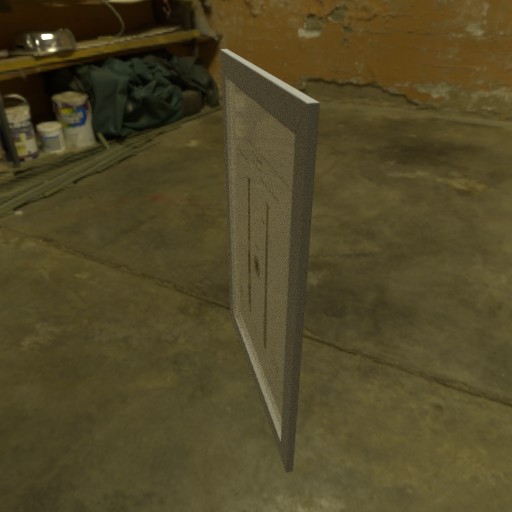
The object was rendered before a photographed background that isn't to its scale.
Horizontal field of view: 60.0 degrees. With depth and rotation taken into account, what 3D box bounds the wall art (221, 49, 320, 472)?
[{"bbox_3d":[0.000,0.000,0.670,0.012,0.529,0.374,-8,33,-13],"label":"wall art"}]
